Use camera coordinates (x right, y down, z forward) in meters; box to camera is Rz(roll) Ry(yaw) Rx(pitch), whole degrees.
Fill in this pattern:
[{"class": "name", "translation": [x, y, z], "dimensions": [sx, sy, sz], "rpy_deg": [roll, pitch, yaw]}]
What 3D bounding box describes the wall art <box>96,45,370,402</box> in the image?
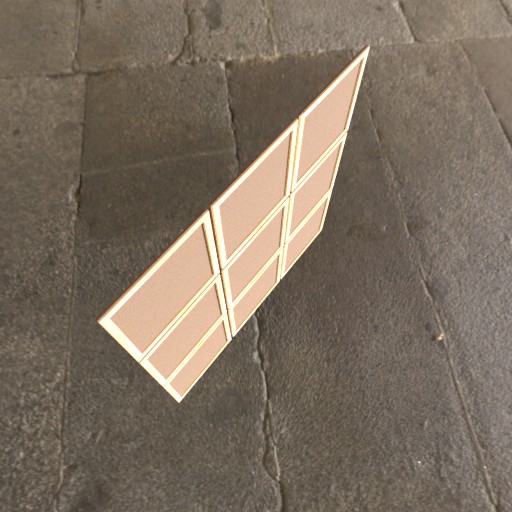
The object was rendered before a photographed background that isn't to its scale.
[{"class": "wall art", "translation": [0.000, 0.000, 1.805], "dimensions": [0.013, 1.218, 1.216], "rpy_deg": [35, 68, 16]}]
